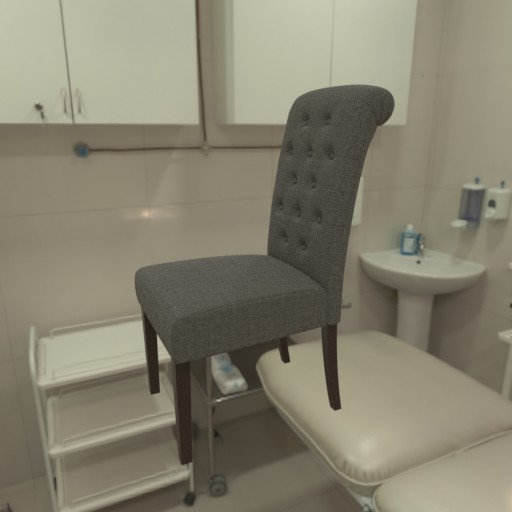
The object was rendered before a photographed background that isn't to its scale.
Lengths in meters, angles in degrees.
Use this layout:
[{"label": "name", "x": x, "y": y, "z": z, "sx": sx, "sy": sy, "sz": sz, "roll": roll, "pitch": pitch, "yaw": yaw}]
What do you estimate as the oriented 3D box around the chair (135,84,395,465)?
[{"label": "chair", "x": 0.000, "y": 0.000, "z": 1.376, "sx": 0.671, "sy": 1.006, "sz": 0.456, "roll": -8, "pitch": 18, "yaw": -25}]
